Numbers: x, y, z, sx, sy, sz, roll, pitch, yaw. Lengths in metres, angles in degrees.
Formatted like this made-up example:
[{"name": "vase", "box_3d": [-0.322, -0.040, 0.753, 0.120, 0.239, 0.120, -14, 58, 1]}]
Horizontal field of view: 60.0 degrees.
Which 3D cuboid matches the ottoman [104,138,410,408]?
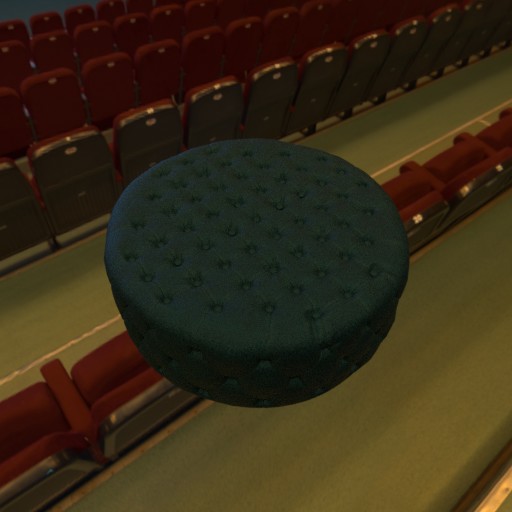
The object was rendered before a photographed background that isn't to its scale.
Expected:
[{"name": "ottoman", "box_3d": [0.000, 0.000, 1.557, 0.998, 0.398, 0.998, 0, 47, 0]}]
